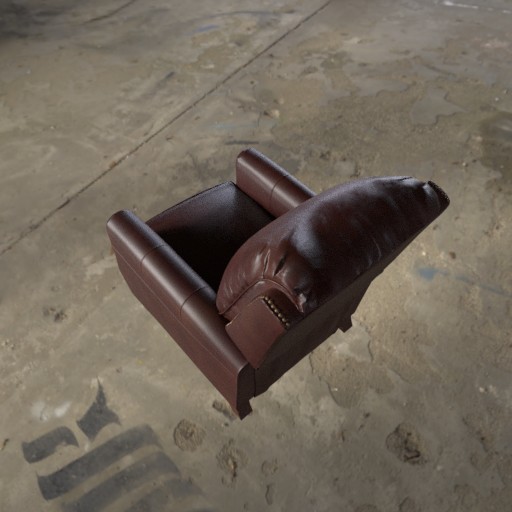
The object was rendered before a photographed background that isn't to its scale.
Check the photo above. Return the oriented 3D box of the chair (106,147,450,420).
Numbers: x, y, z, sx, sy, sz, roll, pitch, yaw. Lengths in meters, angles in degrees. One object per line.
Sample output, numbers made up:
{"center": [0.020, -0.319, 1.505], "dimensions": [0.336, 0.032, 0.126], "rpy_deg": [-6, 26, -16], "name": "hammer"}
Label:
{"center": [0.000, 0.000, 1.806], "dimensions": [0.826, 1.022, 1.089], "rpy_deg": [-32, 54, -27], "name": "chair"}
